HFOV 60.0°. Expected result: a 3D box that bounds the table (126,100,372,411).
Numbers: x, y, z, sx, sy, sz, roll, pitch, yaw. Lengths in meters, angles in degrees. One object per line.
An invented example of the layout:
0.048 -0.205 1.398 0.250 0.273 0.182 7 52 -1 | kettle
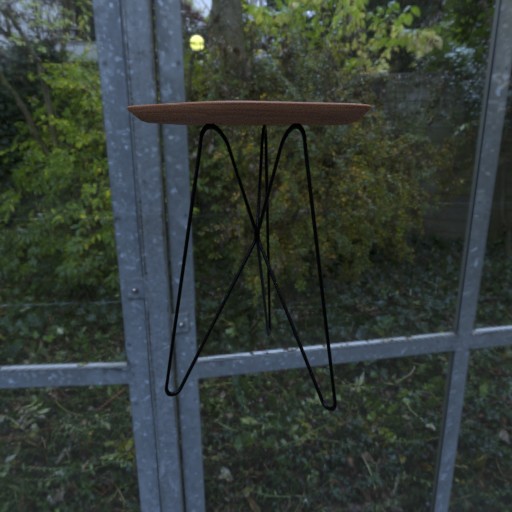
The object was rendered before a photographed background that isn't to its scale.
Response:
0.000 0.000 0.897 0.400 0.562 0.500 2 16 9 | table
